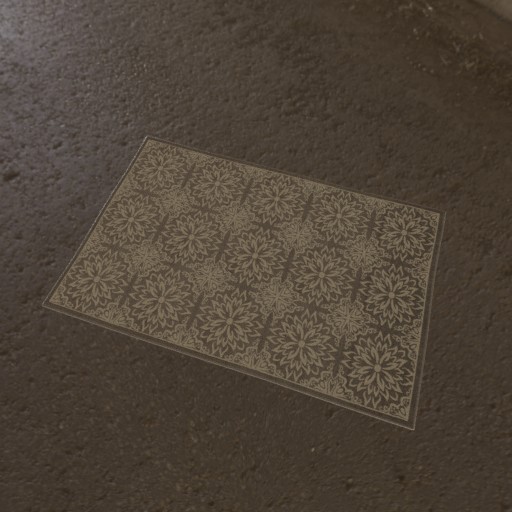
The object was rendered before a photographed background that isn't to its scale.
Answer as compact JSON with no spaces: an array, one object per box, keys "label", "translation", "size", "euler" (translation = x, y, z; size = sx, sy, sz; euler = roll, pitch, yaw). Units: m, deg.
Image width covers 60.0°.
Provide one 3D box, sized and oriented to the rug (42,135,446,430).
[{"label":"rug","translation":[0.000,0.000,3.493],"size":[2.746,0.018,1.819],"euler":[16,61,9]}]
